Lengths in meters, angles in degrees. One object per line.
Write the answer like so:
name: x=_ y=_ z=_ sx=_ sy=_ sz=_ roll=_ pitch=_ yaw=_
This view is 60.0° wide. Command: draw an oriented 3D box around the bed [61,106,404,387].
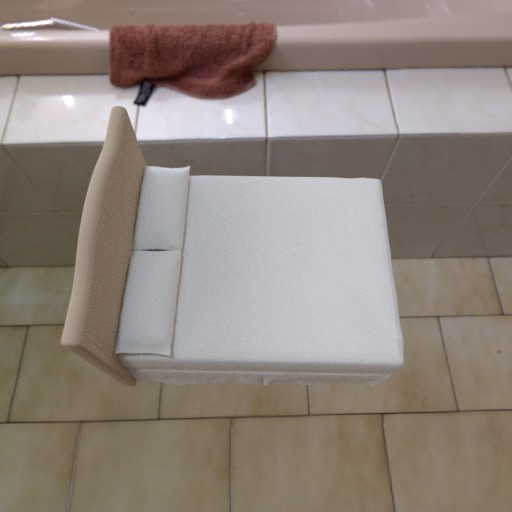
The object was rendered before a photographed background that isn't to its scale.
bed: x=0.000 y=0.000 z=3.218 sx=2.052 sy=1.398 sz=1.678 roll=1 pitch=64 yaw=0
